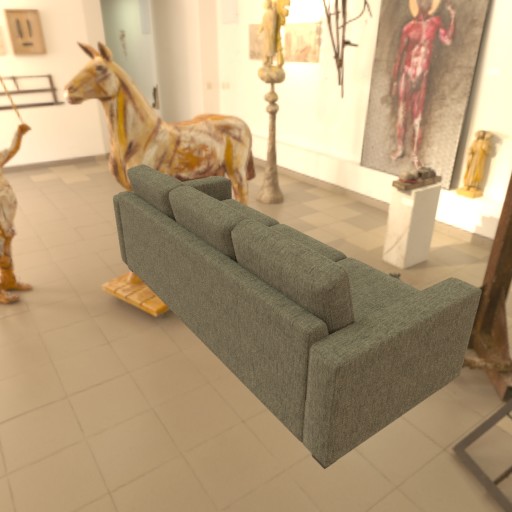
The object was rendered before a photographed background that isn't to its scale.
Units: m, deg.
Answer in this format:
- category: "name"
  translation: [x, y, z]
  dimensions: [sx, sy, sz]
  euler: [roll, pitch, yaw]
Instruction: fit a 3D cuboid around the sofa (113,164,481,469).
- category: "sofa"
  translation: [0.000, 0.000, 2.531]
  dimensions: [0.900, 0.800, 2.160]
  euler: [-17, 31, -31]
